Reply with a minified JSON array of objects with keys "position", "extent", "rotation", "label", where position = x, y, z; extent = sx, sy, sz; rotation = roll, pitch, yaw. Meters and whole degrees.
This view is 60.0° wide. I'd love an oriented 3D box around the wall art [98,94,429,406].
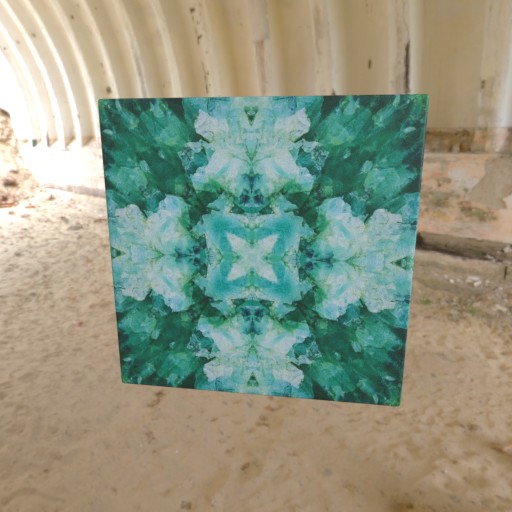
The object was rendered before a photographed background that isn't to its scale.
[{"position":[0.000,0.000,0.752],"extent":[0.507,0.508,0.038],"rotation":[2,15,8],"label":"wall art"}]
